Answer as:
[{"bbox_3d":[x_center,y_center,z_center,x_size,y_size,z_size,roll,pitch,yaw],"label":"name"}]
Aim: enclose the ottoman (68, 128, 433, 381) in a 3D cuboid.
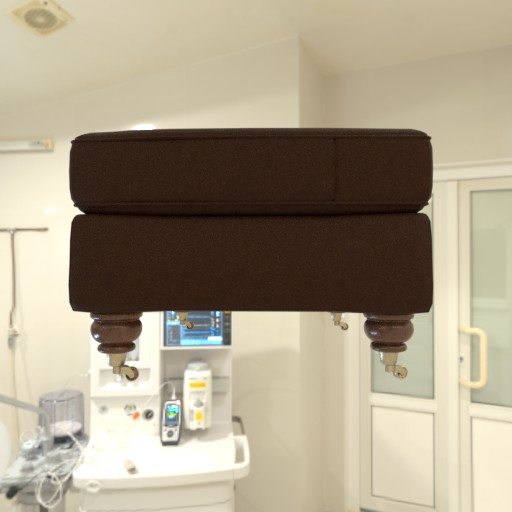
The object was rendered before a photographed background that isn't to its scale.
[{"bbox_3d":[0.000,0.000,1.731,0.967,0.730,1.187,0,-1,2],"label":"ottoman"}]
